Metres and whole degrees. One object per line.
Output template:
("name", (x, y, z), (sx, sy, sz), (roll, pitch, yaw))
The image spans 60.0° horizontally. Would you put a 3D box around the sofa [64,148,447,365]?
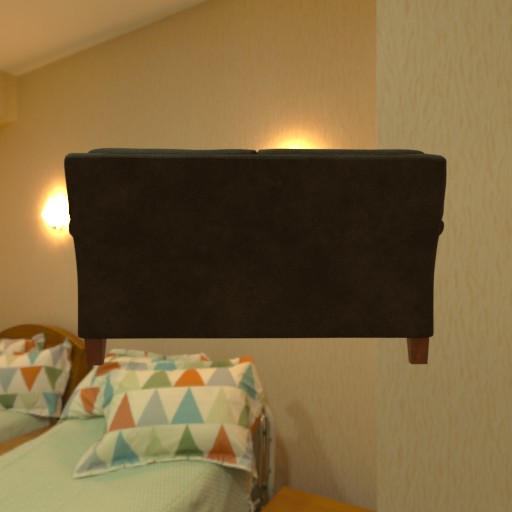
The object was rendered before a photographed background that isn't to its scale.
("sofa", (0.000, 0.000, 2.563), (1.853, 1.101, 1.084), (0, 0, -1))
